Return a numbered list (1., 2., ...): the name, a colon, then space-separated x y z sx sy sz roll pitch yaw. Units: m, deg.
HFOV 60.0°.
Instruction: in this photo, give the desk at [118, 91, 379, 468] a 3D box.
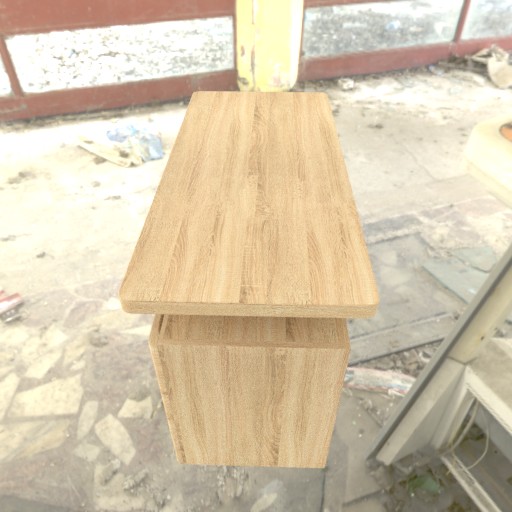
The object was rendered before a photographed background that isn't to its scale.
1. desk: 0.000 0.000 1.614 0.550 0.760 1.200 1 40 1
